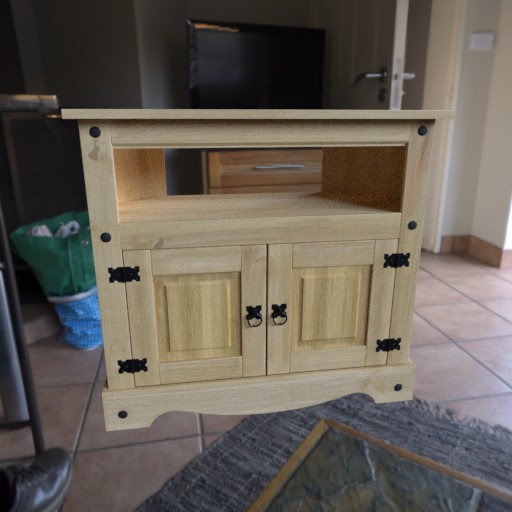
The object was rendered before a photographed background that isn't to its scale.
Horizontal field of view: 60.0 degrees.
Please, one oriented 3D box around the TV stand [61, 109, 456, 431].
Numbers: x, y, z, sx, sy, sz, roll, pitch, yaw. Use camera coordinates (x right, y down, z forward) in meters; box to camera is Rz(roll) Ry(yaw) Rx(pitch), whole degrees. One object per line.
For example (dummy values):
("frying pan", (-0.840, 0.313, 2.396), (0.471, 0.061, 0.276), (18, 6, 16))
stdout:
("TV stand", (0.000, 0.000, 1.258), (0.851, 0.781, 0.425), (-3, 17, -9))
